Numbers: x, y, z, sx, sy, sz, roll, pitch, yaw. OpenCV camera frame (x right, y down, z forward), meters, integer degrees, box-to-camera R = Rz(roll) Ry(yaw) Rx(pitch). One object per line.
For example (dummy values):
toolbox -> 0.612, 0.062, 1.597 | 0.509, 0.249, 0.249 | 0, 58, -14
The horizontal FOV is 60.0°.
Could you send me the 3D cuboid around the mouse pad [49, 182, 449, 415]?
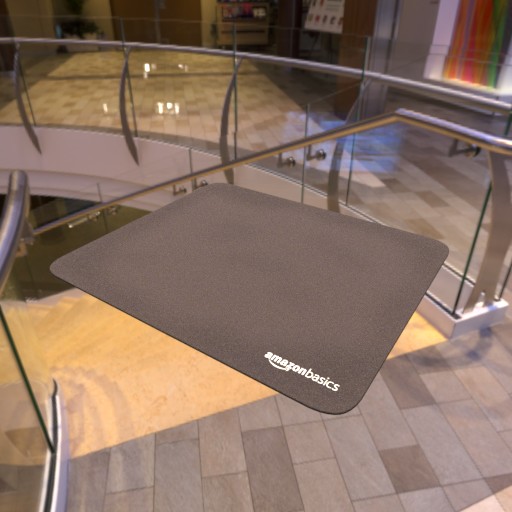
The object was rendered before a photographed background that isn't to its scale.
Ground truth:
mouse pad -> 0.000, 0.000, 0.440 | 0.315, 0.002, 0.269 | 19, 36, 29
